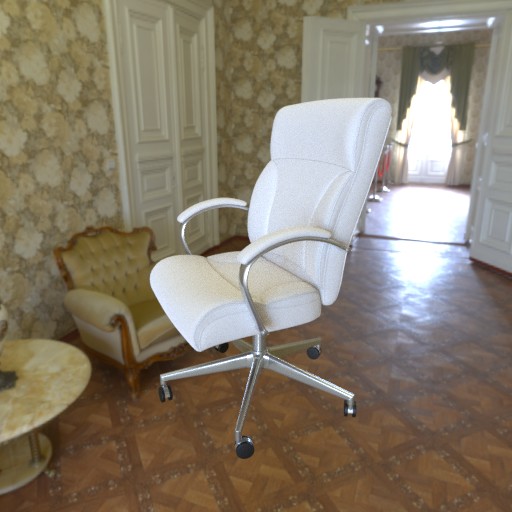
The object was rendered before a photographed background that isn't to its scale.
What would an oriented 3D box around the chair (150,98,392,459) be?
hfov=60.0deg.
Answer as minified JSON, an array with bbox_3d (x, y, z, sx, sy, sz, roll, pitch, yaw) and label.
[{"bbox_3d":[0.000,0.000,1.633,0.745,1.099,0.727,-8,18,-24],"label":"chair"}]
